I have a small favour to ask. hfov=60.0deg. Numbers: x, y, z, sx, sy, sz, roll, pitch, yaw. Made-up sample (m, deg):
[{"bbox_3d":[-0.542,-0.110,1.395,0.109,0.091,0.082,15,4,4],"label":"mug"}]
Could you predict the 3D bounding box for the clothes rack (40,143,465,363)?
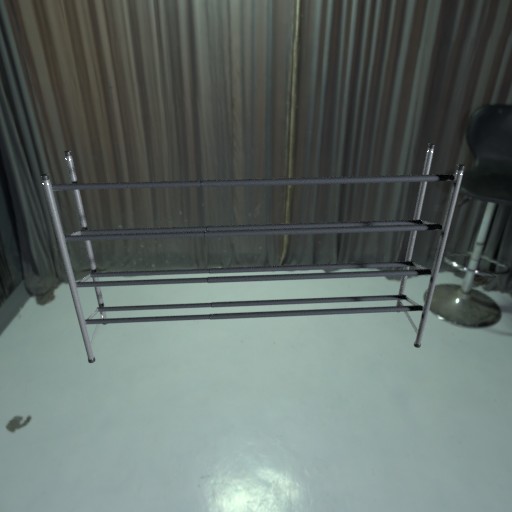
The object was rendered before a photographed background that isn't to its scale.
[{"bbox_3d":[0.000,0.000,1.474,1.168,0.672,0.229,-2,31,-3],"label":"clothes rack"}]
